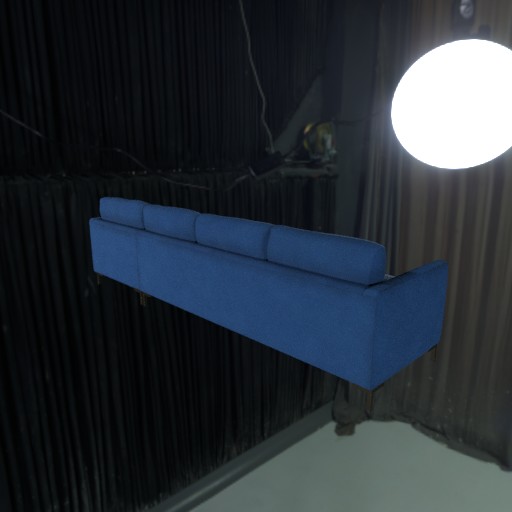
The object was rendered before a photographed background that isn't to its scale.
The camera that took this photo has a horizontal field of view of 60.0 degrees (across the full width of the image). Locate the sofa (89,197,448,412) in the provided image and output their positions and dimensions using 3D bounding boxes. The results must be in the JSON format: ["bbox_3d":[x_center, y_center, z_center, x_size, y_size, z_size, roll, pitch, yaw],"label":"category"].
[{"bbox_3d":[0.000,0.000,3.460,1.350,0.810,2.932,-14,20,-43],"label":"sofa"}]
